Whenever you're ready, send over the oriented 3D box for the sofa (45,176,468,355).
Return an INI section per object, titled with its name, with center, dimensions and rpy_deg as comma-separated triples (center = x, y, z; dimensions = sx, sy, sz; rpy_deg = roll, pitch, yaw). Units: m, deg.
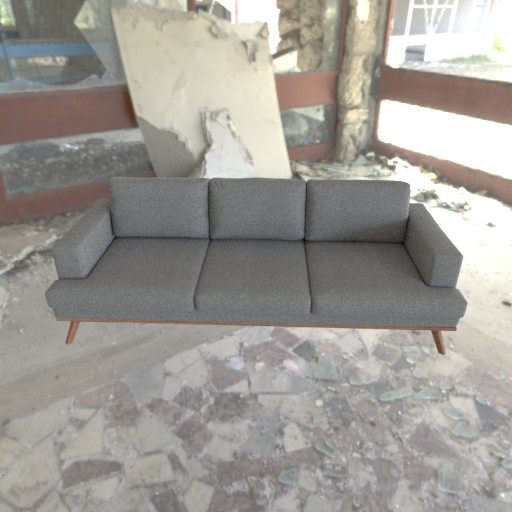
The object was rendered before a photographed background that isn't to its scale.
[sofa]
center = 0.000, 0.000, 2.784
dimensions = 2.310, 0.810, 0.920
rpy_deg = 1, 29, 2
